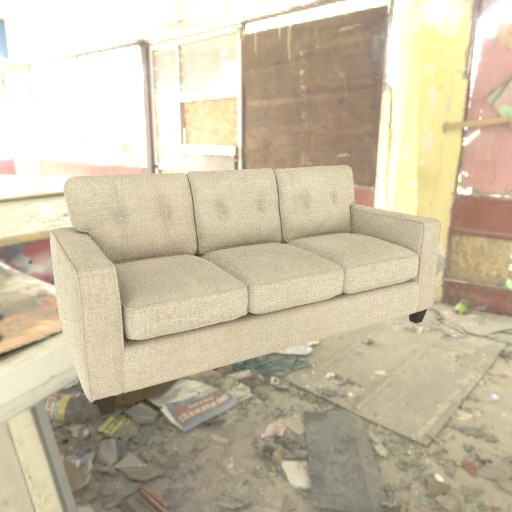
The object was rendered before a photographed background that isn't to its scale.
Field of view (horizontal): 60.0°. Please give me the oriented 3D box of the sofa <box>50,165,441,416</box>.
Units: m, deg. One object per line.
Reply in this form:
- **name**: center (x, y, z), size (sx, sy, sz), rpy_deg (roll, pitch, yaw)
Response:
- **sofa**: center (0.000, 0.000, 2.609), size (2.133, 0.965, 0.939), rpy_deg (-9, 17, -29)
